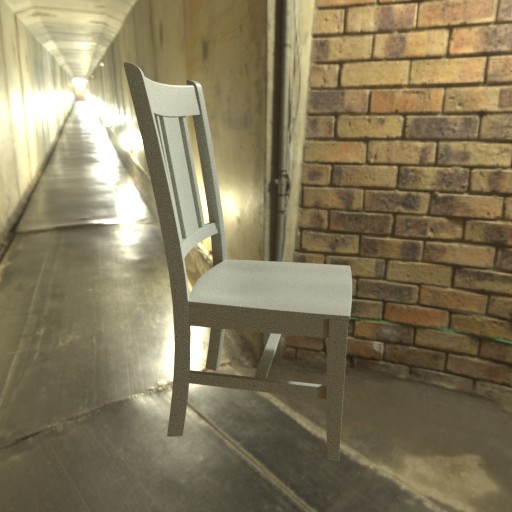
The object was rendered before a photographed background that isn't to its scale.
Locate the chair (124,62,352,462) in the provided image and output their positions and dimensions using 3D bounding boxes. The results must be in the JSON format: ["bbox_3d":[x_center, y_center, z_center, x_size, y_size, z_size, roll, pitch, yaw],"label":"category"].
[{"bbox_3d":[0.000,0.000,1.287,0.555,0.998,0.450,3,17,11],"label":"chair"}]
